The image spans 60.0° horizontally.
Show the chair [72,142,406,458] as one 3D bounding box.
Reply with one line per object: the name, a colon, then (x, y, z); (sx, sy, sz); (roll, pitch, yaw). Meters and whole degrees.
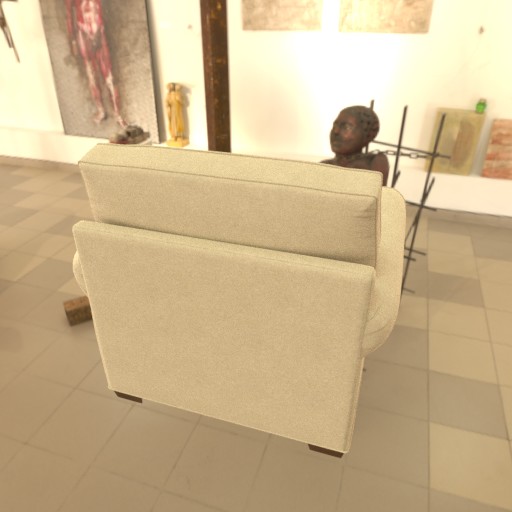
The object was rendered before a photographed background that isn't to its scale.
chair: (0.000, 0.000, 1.673); (1.040, 0.955, 0.863); (9, 32, 15)
